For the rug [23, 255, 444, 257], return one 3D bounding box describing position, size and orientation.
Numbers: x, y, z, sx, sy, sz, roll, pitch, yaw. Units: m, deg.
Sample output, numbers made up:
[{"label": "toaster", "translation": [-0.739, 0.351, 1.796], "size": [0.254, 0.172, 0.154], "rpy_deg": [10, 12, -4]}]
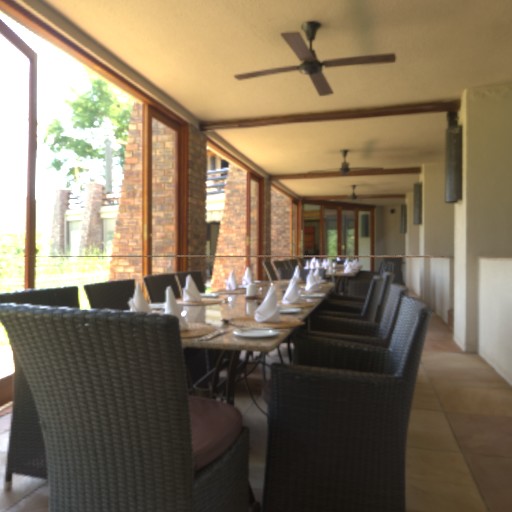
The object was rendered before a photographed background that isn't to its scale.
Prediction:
[{"label": "rug", "translation": [0.000, 0.000, 4.133], "size": [3.045, 0.011, 2.436], "rpy_deg": [0, 0, 18]}]
